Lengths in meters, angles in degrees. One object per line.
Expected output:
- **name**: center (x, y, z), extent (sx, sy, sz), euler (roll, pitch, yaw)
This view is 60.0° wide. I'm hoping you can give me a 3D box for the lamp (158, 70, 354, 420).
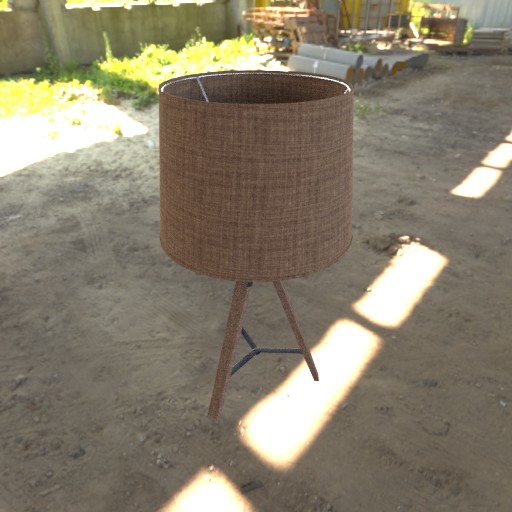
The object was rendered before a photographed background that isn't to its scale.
- **lamp**: center (0.000, 0.000, 0.701), extent (0.290, 0.514, 0.290), euler (0, 31, 0)
